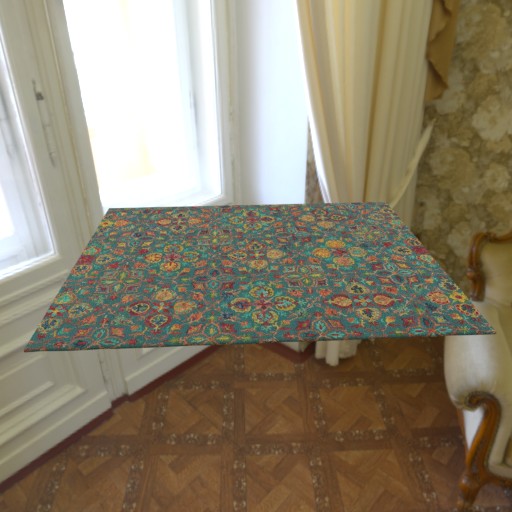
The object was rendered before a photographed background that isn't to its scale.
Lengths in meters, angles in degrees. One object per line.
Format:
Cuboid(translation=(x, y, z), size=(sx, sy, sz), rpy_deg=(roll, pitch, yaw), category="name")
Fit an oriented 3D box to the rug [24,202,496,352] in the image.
Cuboid(translation=(0.000, 0.000, 4.049), size=(3.204, 0.025, 2.434), rpy_deg=(-2, 29, -3), category="rug")
